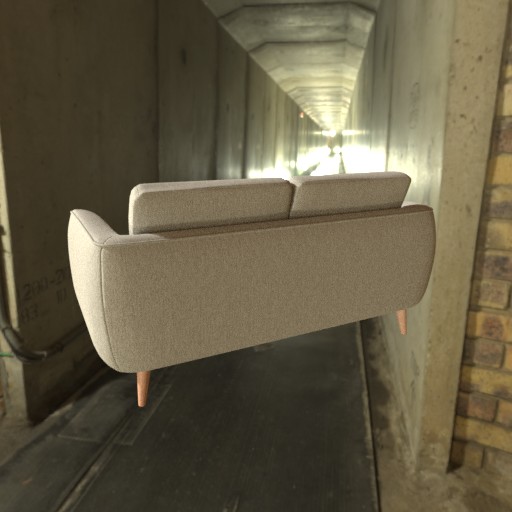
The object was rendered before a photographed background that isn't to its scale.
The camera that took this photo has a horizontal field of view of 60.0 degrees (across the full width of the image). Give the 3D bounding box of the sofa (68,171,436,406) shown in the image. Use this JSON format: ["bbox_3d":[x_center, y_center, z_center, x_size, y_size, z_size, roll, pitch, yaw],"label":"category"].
[{"bbox_3d":[0.000,0.000,2.256,1.700,0.850,0.920,-8,17,-26],"label":"sofa"}]
